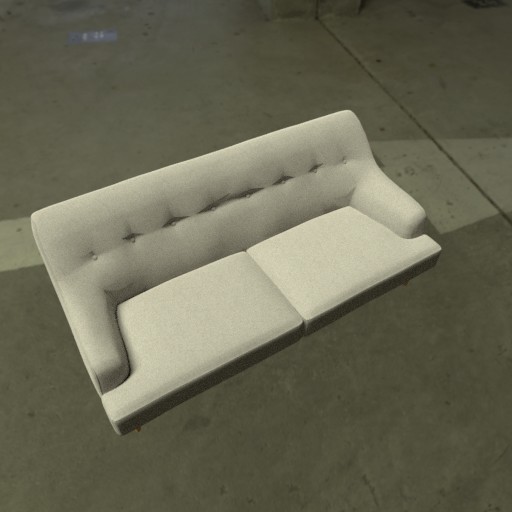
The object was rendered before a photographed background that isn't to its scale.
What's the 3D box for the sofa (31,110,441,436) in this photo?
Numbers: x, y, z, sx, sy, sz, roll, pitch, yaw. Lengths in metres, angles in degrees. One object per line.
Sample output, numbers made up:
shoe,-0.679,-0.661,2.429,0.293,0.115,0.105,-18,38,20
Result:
sofa,0.000,0.000,2.502,2.057,0.871,0.978,-24,50,-21
